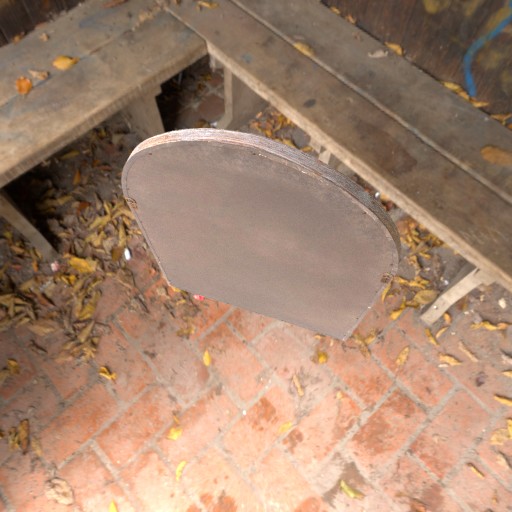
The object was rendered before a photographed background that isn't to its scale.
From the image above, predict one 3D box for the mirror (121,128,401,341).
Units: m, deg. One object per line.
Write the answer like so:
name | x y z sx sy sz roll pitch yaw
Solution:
mirror | 0.000 0.000 1.165 0.660 0.920 0.032 17 67 7
